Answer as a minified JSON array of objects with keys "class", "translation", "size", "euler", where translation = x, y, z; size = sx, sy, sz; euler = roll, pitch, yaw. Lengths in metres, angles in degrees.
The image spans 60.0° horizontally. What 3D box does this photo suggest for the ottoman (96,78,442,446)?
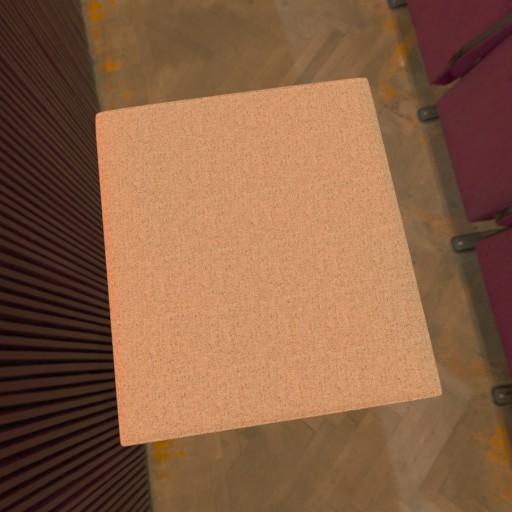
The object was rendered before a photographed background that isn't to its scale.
[{"class":"ottoman","translation":[0.000,0.000,1.221],"size":[0.736,0.303,0.835],"euler":[-8,77,-2]}]
